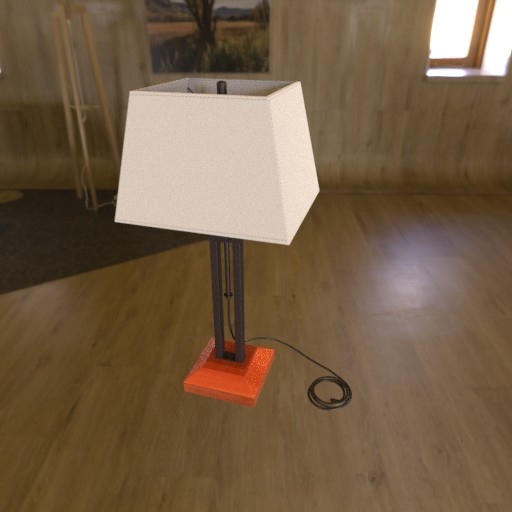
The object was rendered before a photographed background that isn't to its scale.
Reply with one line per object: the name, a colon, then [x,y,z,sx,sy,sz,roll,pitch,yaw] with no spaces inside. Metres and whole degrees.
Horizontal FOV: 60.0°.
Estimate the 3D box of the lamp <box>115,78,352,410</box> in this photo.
lamp: [0.000,0.000,1.003,0.498,0.737,0.310,8,29,16]
